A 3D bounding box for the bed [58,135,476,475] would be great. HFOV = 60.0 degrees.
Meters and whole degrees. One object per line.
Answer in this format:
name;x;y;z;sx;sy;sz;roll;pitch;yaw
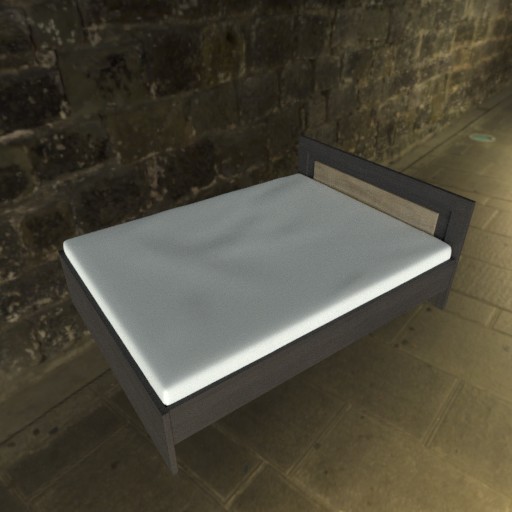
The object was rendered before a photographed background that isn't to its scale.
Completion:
bed;0.000;0.000;2.883;2.073;0.823;1.585;-21;38;-29
